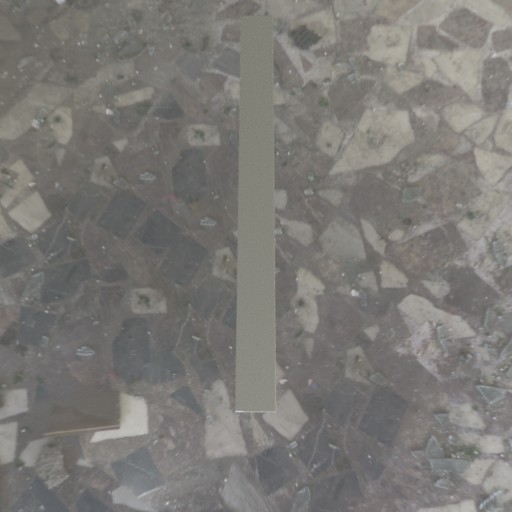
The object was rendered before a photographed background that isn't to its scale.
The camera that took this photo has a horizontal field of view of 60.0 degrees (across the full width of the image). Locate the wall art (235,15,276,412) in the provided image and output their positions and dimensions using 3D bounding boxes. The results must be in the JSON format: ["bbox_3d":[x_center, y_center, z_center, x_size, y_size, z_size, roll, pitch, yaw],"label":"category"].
[{"bbox_3d":[0.000,0.000,0.736,0.039,0.553,0.445,0,75,0],"label":"wall art"}]
